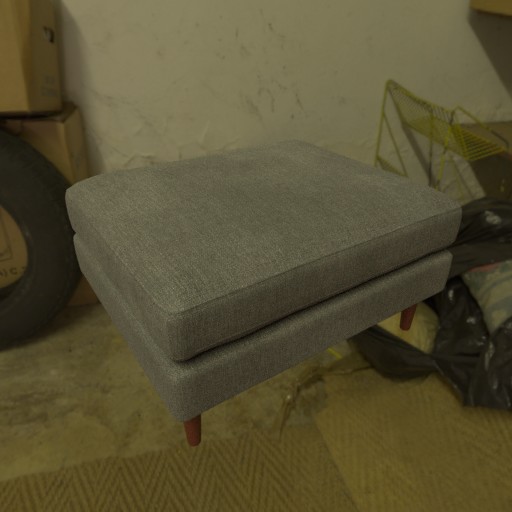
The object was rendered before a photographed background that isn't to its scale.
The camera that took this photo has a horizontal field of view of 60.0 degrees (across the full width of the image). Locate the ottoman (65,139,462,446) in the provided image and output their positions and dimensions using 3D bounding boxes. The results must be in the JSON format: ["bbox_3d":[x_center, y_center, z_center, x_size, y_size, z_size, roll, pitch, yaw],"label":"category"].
[{"bbox_3d":[0.000,0.000,1.240,0.821,0.474,0.693,-19,35,-29],"label":"ottoman"}]
